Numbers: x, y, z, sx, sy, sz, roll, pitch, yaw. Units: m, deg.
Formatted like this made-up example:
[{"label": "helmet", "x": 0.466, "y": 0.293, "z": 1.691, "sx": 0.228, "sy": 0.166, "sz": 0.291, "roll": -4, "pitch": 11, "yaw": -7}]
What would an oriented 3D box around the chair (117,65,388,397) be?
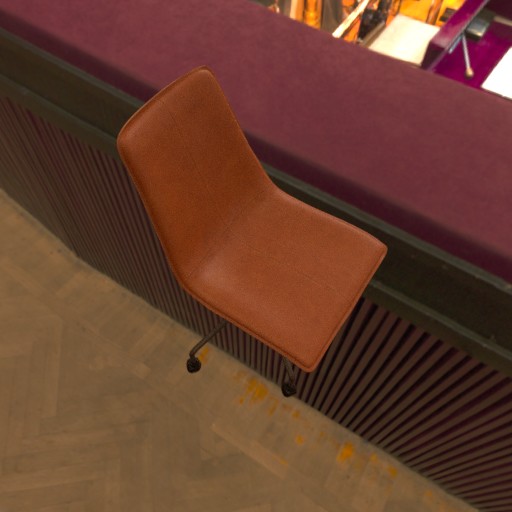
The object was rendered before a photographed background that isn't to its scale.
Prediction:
[{"label": "chair", "x": 0.000, "y": 0.000, "z": 1.361, "sx": 0.660, "sy": 0.920, "sz": 0.651, "roll": 30, "pitch": 63, "yaw": 17}]
